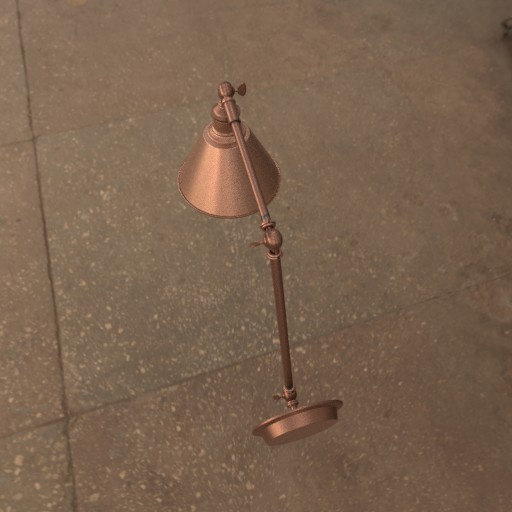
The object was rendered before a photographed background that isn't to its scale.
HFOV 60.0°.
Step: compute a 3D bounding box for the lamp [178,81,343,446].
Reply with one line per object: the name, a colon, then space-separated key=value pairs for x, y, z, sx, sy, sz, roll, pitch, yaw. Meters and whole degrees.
lamp: x=0.000 y=0.000 z=0.872 sx=0.223 sy=0.502 sz=0.624 roll=-14 pitch=59 yaw=-9
